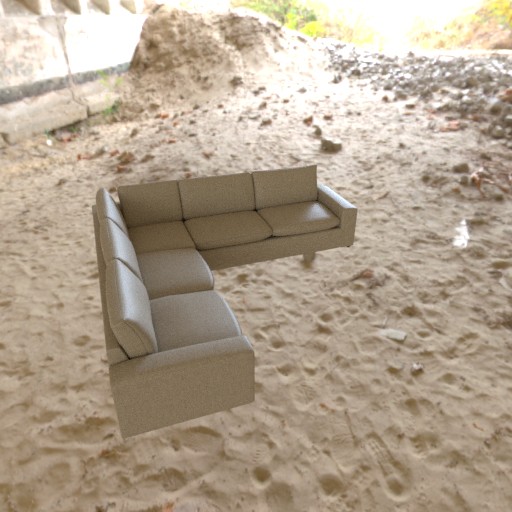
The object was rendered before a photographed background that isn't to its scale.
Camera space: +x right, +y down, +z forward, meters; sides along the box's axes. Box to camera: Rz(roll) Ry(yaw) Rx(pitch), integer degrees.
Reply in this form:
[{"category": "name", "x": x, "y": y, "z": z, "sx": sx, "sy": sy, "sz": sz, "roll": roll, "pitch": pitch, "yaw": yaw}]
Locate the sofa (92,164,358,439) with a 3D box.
[{"category": "sofa", "x": 0.000, "y": 0.000, "z": 4.083, "sx": 2.742, "sy": 0.800, "sz": 2.622, "roll": -10, "pitch": 31, "yaw": -17}]
